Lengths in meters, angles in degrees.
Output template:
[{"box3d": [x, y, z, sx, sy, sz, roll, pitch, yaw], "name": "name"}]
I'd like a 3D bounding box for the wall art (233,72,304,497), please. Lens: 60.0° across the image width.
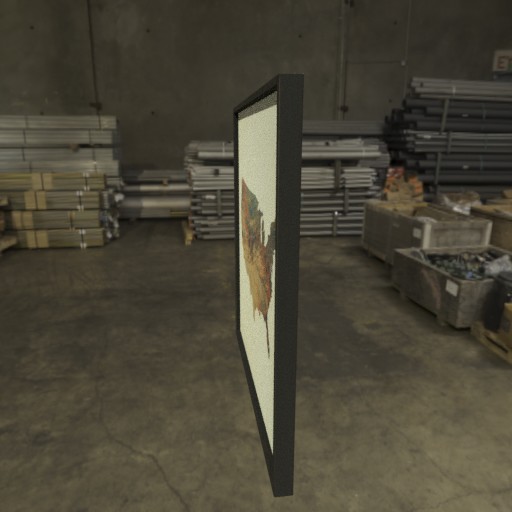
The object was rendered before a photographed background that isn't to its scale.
[{"box3d": [0.000, 0.000, 1.123, 0.038, 0.762, 0.762, -2, 15, -8], "name": "wall art"}]
